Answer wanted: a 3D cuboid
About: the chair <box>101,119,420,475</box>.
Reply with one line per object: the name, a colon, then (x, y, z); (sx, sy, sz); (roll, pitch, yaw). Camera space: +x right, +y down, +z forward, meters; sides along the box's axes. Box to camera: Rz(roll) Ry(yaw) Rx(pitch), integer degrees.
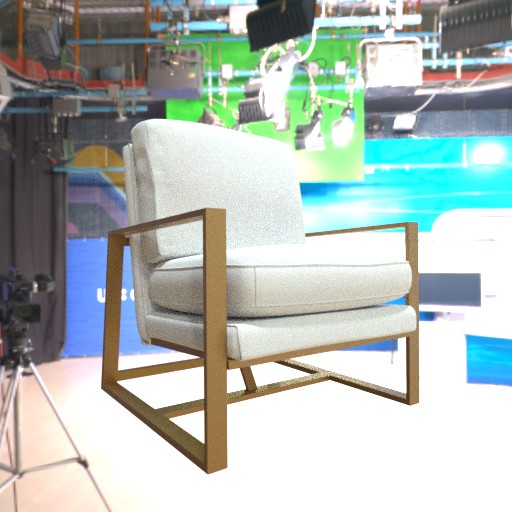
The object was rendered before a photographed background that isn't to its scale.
chair: (0.000, 0.000, 1.514); (0.805, 0.966, 0.813); (0, 1, -36)
